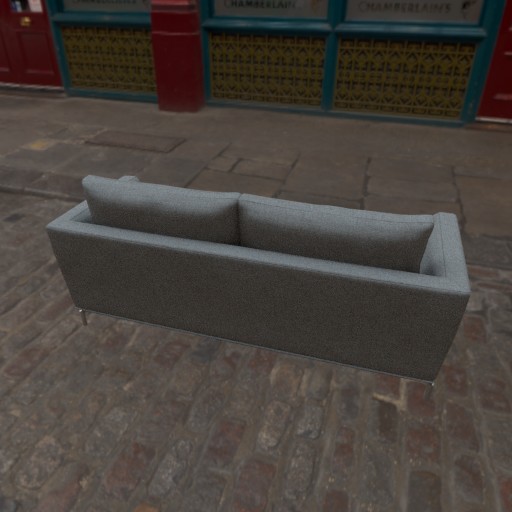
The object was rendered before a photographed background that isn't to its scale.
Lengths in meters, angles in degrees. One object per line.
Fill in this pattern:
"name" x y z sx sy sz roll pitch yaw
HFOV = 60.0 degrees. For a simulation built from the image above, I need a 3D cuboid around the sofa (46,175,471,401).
"sofa" 0.000 0.000 2.659 2.212 1.002 0.869 9 32 15
